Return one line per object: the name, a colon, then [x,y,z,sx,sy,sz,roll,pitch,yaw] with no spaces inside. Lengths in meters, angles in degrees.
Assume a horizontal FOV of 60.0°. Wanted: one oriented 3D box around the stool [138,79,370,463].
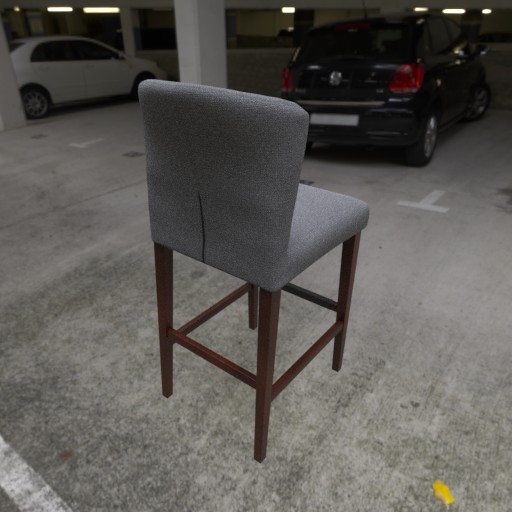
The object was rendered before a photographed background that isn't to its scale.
stool: [0.000,0.000,1.373,0.486,1.069,0.568,21,36,32]
